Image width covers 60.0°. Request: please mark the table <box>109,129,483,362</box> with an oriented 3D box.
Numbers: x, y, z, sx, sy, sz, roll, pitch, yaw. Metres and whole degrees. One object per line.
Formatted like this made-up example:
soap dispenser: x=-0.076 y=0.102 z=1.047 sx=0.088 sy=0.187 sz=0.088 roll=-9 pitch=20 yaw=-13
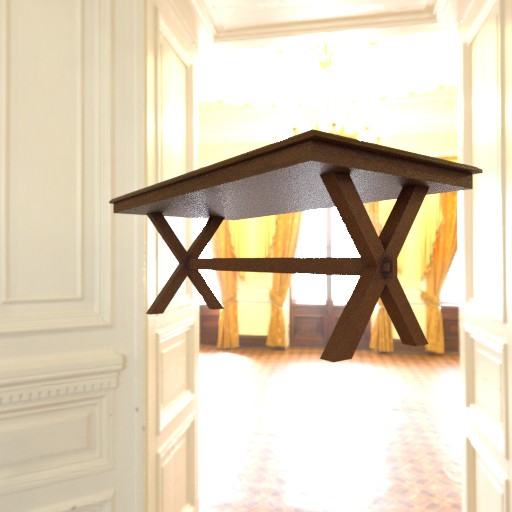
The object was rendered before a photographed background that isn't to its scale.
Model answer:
table: x=0.000 y=0.000 z=1.466 sx=0.594 sy=0.459 sz=1.197 roll=0 pitch=-1 yaw=-36
